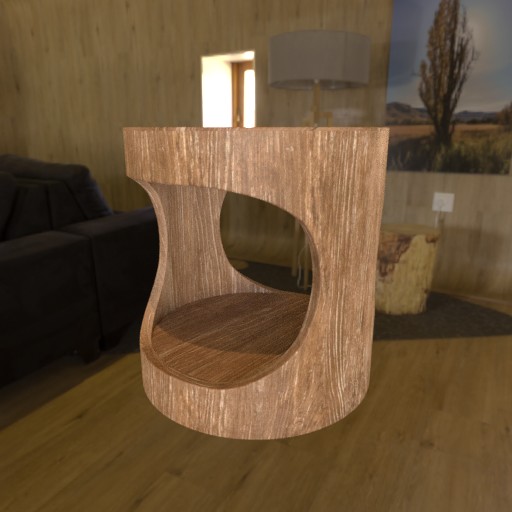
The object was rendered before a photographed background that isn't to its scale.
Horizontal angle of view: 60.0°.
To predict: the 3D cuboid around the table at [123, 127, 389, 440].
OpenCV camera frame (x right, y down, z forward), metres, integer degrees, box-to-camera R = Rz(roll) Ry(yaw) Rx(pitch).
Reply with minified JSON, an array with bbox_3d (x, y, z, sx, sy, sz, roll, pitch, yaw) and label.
[{"bbox_3d":[0.000,0.000,0.988,0.527,0.551,0.527,0,16,0],"label":"table"}]
